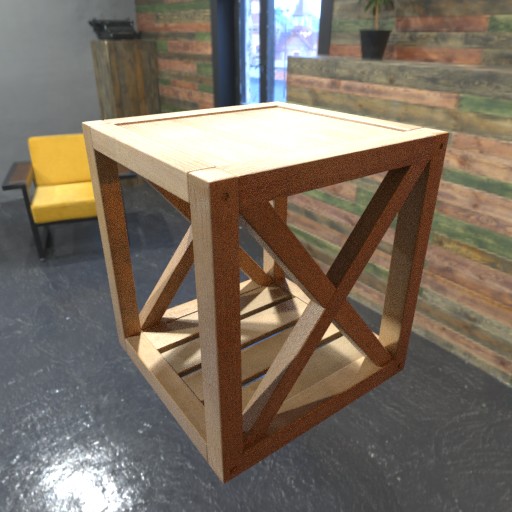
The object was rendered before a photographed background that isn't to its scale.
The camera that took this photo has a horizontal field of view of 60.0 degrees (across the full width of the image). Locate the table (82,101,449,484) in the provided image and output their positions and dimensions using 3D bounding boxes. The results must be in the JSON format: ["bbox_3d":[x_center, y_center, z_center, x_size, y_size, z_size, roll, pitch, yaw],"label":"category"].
[{"bbox_3d":[0.000,0.000,1.068,0.559,0.610,0.558,-18,32,-32],"label":"table"}]
